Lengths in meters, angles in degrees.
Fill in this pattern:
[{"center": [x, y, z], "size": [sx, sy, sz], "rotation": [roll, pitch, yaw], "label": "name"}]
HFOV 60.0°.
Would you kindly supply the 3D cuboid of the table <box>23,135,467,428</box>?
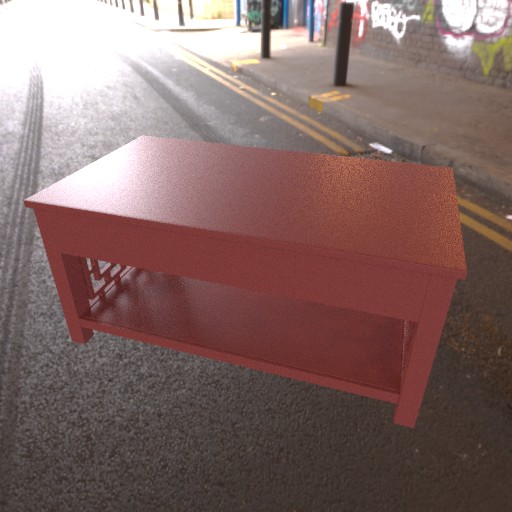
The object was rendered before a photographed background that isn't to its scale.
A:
[{"center": [0.000, 0.000, 1.383], "size": [1.068, 0.493, 0.612], "rotation": [10, 33, 15], "label": "table"}]
